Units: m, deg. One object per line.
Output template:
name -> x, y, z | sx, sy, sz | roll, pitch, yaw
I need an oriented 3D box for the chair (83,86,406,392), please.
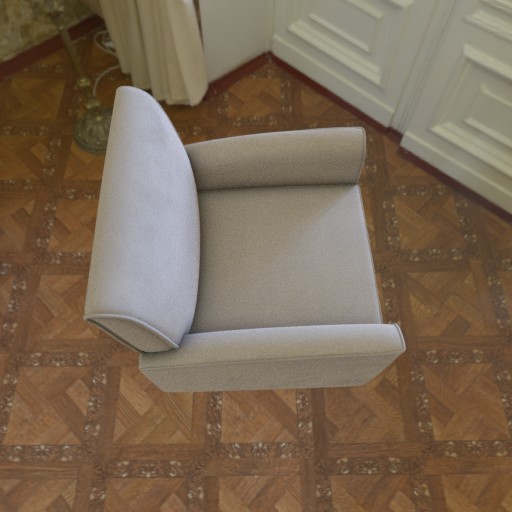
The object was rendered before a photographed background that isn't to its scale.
chair -> 0.000, 0.000, 1.555 | 0.821, 0.915, 0.820 | -2, 64, -1
